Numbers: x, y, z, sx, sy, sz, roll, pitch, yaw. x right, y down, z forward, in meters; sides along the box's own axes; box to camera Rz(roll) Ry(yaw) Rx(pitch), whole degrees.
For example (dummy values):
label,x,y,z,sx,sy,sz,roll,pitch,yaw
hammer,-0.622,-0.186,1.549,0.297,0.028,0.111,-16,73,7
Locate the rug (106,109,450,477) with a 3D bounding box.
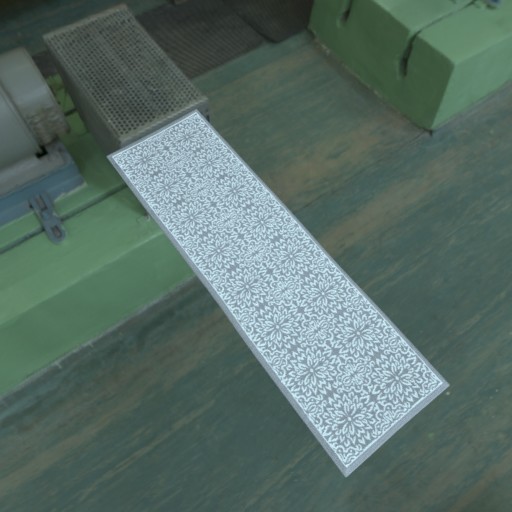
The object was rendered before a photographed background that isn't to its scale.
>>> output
label,x,y,z,sx,sy,sz,roll,pitch,yaw
rug,0.000,0.000,2.409,0.662,0.011,2.196,-33,68,-16
